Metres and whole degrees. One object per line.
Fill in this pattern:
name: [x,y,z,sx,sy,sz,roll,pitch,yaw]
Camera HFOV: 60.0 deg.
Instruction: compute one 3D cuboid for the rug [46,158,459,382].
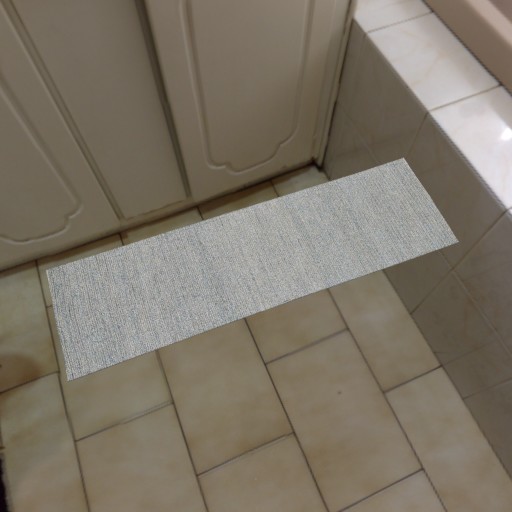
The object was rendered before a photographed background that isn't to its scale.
rug: [0.000,0.000,2.597,2.341,0.037,0.675,-18,65,-9]
